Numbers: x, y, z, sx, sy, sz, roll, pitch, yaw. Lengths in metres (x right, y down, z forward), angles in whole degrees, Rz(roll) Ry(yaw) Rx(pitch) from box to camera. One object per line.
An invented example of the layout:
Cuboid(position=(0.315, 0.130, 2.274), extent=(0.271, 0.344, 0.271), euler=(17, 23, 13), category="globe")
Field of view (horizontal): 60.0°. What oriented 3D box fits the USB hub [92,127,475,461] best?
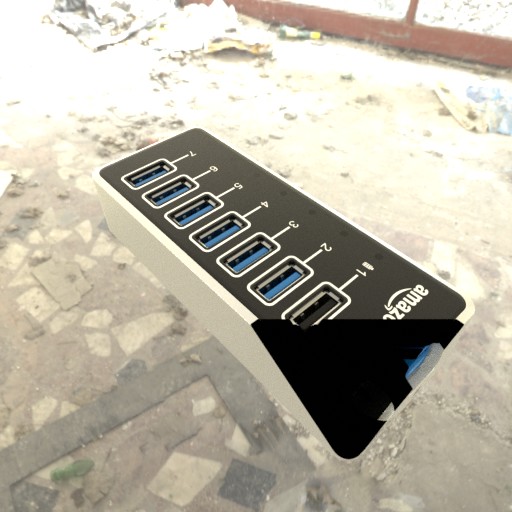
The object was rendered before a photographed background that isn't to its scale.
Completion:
Cuboid(position=(0.000, 0.000, 0.129), extent=(0.044, 0.023, 0.110), euler=(-33, 55, -28), category="USB hub")
